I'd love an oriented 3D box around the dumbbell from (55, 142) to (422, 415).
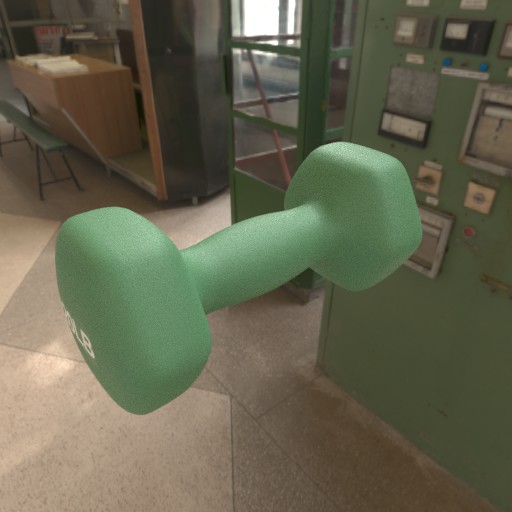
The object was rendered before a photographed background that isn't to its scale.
[{"bbox_3d":[0.000,0.000,0.315,0.257,0.114,0.126,-22,38,-32],"label":"dumbbell"}]
